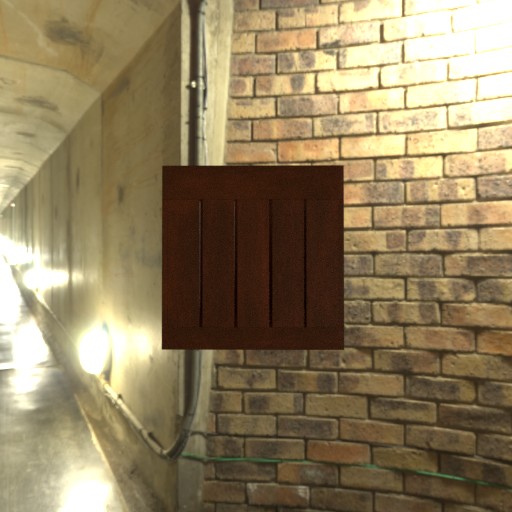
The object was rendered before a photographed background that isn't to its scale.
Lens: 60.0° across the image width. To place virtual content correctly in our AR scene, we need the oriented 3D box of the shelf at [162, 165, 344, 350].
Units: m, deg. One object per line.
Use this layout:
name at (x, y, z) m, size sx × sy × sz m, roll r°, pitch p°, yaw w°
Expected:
shelf at (0.000, 0.000, 1.234) m, size 0.393 × 0.311 × 1.064 m, roll 0°, pitch -1°, yaw 1°
